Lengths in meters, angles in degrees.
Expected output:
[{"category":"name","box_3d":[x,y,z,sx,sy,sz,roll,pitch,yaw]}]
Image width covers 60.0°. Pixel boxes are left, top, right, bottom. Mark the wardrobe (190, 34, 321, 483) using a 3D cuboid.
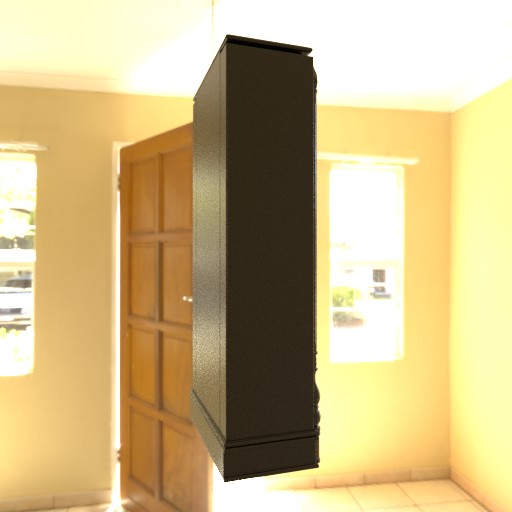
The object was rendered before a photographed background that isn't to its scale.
[{"category":"wardrobe","box_3d":[0.000,0.000,1.242,0.295,1.011,0.444,0,0,-18]}]
